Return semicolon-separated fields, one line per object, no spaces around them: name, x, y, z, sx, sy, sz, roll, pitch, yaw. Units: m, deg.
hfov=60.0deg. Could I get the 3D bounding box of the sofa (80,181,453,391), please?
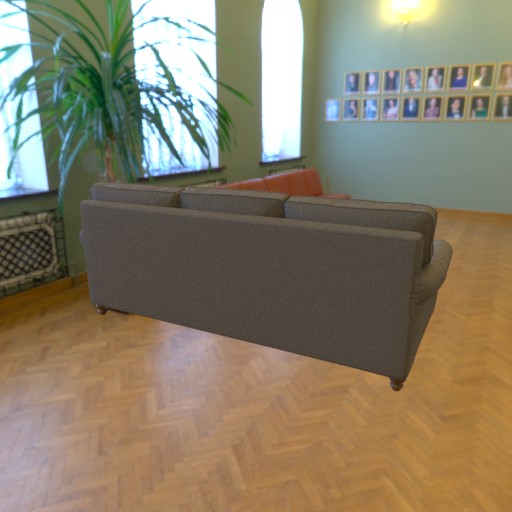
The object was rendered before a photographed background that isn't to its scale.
sofa;0.000;0.000;2.937;2.353;0.948;0.966;8;18;27
